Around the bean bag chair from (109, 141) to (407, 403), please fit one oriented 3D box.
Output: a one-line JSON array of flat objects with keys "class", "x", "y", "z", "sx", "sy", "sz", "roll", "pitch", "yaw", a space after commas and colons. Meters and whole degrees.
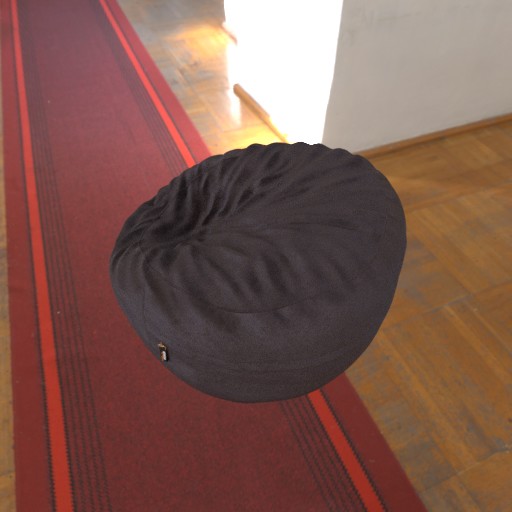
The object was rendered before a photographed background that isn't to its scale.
[{"class": "bean bag chair", "x": 0.000, "y": 0.000, "z": 2.033, "sx": 1.245, "sy": 0.821, "sz": 1.245, "roll": 0, "pitch": 47, "yaw": 0}]
